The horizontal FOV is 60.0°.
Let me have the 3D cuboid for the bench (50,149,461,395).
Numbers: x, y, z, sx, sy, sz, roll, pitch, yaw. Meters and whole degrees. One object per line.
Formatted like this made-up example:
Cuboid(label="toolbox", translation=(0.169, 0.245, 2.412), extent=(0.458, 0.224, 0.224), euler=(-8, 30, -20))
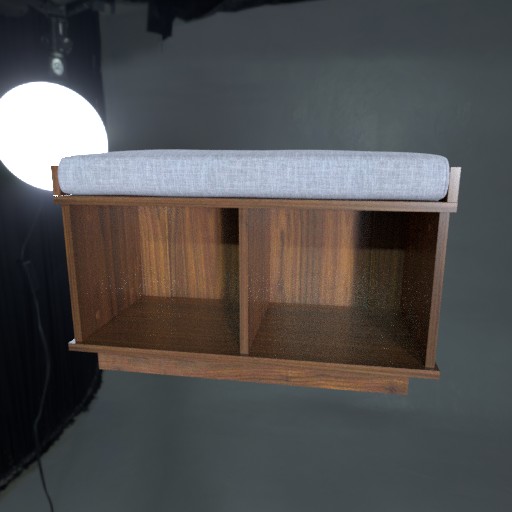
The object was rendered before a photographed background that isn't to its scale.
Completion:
Cuboid(label="bench", translation=(0.000, 0.000, 0.989), extent=(0.734, 0.461, 0.362), euler=(2, 13, 9))
